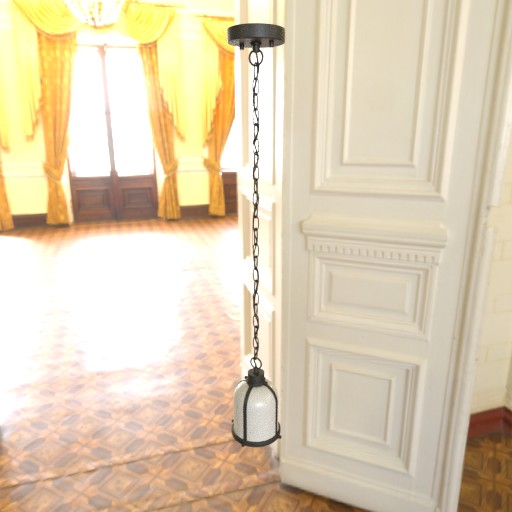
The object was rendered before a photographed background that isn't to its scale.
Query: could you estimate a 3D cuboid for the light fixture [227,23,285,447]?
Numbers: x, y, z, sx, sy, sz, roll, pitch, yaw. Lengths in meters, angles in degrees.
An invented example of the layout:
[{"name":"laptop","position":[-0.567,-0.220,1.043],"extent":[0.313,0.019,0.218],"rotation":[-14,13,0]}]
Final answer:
[{"name":"light fixture","position":[0.000,0.000,1.275],"extent":[0.178,1.181,0.178],"rotation":[8,18,26]}]
